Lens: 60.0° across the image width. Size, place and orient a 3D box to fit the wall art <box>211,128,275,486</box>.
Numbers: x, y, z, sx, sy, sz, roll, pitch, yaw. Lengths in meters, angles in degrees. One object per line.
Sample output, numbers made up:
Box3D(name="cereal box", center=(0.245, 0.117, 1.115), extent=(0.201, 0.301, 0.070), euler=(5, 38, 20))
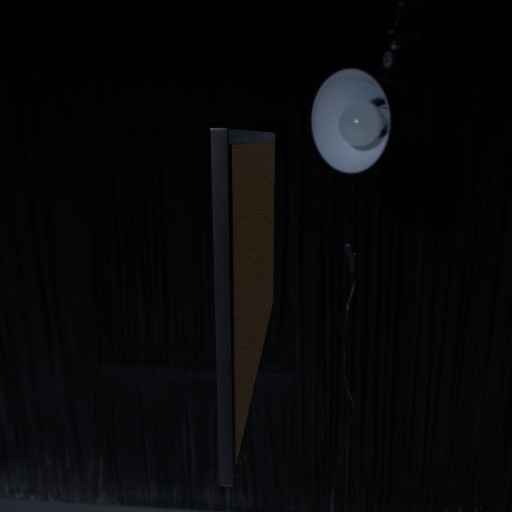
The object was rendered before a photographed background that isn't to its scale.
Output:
Box3D(name="wall art", center=(0.000, 0.000, 0.565), extent=(0.013, 0.306, 0.440), euler=(2, 15, 7))
